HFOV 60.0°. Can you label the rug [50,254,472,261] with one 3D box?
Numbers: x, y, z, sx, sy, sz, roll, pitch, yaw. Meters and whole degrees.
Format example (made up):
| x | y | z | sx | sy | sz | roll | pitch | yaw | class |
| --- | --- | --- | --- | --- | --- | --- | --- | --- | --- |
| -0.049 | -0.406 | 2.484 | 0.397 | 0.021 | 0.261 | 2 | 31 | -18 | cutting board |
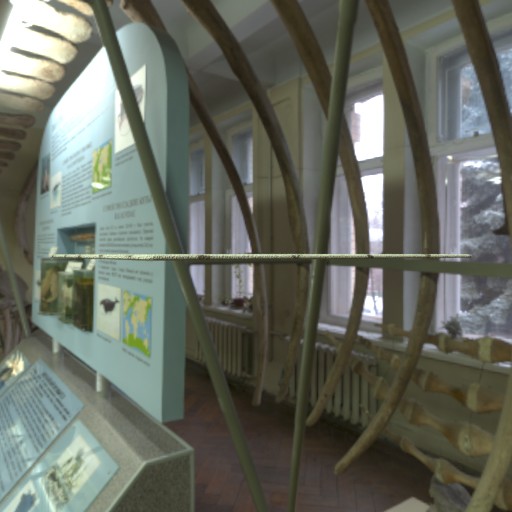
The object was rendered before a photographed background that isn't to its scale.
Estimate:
| x | y | z | sx | sy | sz | roll | pitch | yaw | class |
| --- | --- | --- | --- | --- | --- | --- | --- | --- | --- |
| 0.000 | 0.000 | 4.074 | 3.047 | 0.029 | 2.438 | 0 | 0 | -36 | rug |
